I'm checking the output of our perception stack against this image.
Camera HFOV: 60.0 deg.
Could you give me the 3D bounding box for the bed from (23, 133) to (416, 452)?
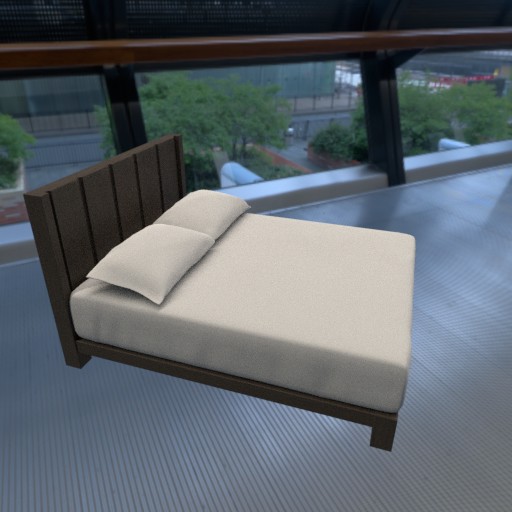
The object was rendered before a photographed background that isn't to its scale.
[{"bbox_3d":[0.000,0.000,3.240,2.242,1.270,1.727,9,29,17],"label":"bed"}]
